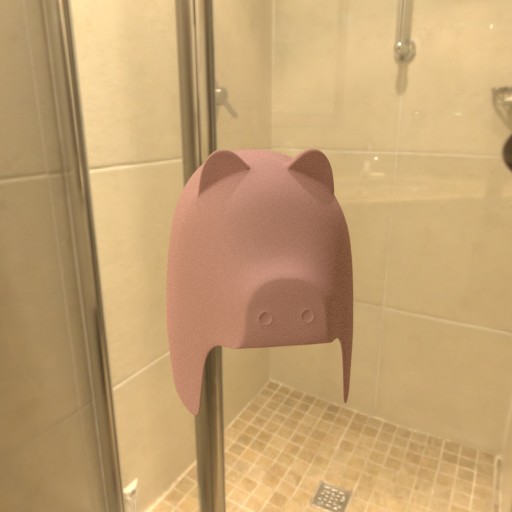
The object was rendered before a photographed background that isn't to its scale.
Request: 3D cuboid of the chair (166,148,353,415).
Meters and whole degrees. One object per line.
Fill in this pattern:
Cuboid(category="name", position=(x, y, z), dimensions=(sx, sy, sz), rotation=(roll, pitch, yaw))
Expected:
Cuboid(category="chair", position=(0.000, 0.000, 0.867), dimensions=(0.364, 0.423, 0.619), rotation=(-2, 17, -7))
